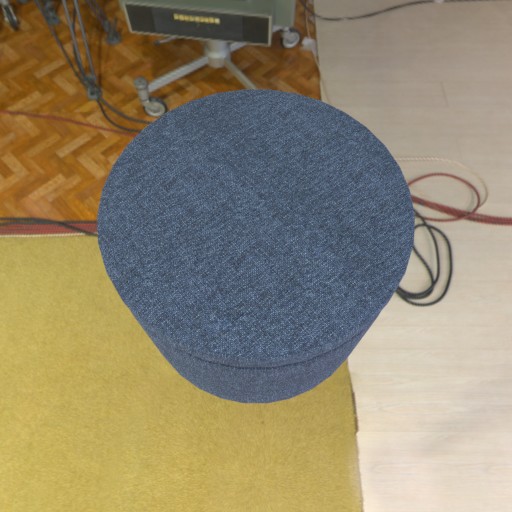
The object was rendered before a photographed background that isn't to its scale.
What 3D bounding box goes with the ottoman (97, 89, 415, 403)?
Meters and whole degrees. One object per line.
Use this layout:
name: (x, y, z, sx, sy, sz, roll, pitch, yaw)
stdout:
ottoman: (0.000, 0.000, 0.864, 0.500, 0.419, 0.500, 0, 63, 0)
